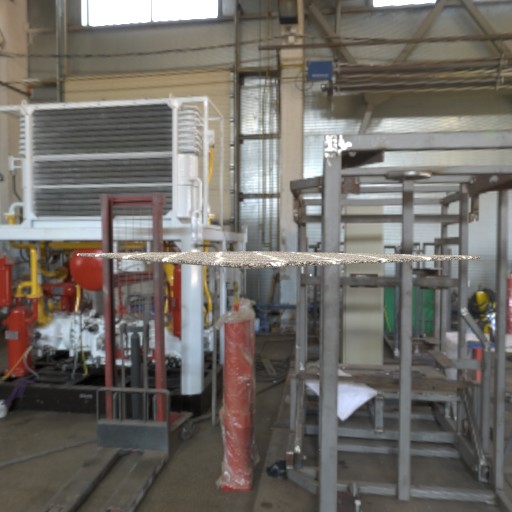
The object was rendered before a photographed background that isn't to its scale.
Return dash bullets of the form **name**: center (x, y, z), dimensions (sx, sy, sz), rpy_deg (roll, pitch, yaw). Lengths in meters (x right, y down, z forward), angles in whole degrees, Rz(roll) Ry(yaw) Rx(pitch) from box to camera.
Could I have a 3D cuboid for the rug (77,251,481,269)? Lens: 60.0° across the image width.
- **rug**: center (0.000, 0.000, 4.177), dimensions (2.438, 0.029, 3.047), rpy_deg (-1, 2, -37)
